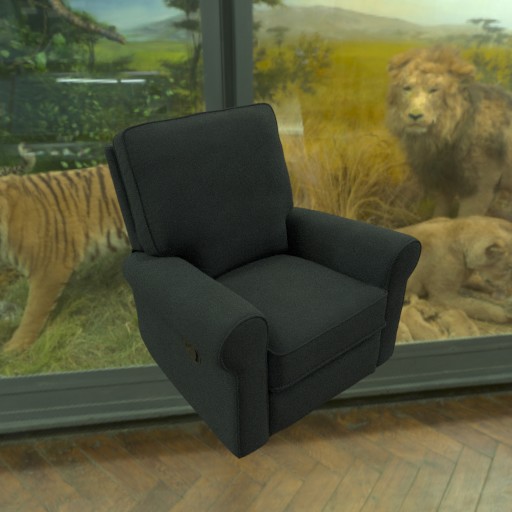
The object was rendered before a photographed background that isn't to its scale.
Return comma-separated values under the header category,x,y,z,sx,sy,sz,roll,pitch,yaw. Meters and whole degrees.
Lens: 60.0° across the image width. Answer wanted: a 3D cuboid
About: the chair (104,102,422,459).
category,x,y,z,sx,sy,sz,roll,pitch,yaw
chair,0.000,0.000,1.668,0.890,0.961,0.878,-21,36,-32
